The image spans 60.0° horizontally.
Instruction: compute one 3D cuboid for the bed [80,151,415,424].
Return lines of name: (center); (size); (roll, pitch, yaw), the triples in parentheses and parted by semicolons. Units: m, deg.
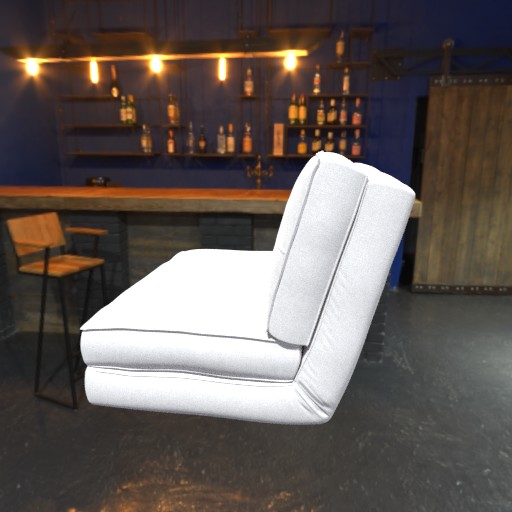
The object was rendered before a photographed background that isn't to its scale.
bed: (0.000, 0.000, 1.327); (0.749, 0.614, 0.799); (2, 14, 9)
